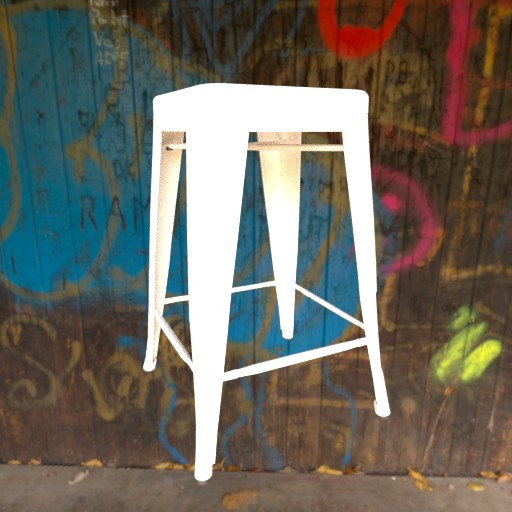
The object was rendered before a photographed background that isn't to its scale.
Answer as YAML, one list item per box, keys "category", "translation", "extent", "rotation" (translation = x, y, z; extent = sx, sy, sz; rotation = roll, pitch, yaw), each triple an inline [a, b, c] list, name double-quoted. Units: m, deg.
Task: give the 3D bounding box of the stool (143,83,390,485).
- category: "stool"
  translation: [0.000, 0.000, 0.882]
  extent: [0.406, 0.610, 0.406]
  rotation: [-8, 18, -25]
